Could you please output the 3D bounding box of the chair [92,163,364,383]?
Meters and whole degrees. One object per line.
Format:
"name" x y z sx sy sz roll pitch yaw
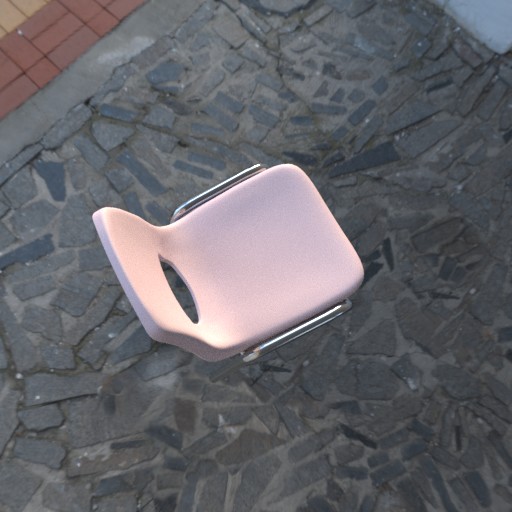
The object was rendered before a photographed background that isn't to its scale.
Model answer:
"chair" 0.000 0.000 0.855 0.423 0.586 0.354 -28 77 -7
